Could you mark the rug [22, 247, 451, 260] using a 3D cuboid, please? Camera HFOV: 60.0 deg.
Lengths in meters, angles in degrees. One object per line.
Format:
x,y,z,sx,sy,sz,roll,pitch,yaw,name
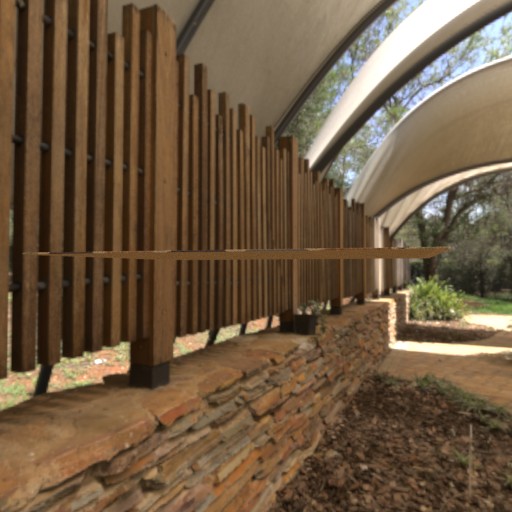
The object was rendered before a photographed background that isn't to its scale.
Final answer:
0.000,0.000,4.230,3.200,0.013,2.439,-1,-2,18,rug
